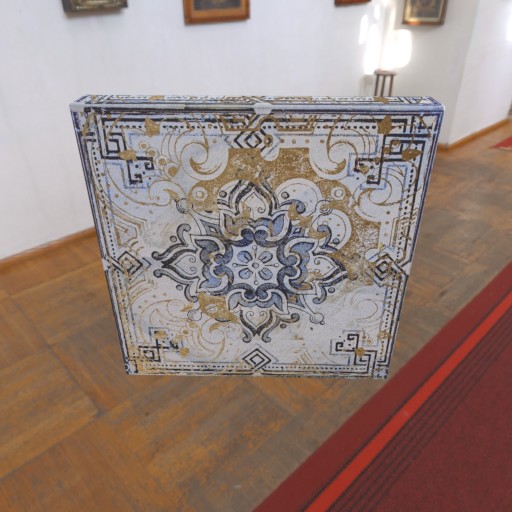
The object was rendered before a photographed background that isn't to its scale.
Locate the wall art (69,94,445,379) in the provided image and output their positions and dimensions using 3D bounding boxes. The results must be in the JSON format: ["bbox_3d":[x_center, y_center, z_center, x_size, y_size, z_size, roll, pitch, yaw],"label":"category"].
[{"bbox_3d":[0.000,0.000,0.450,0.302,0.306,0.038,1,31,1],"label":"wall art"}]
